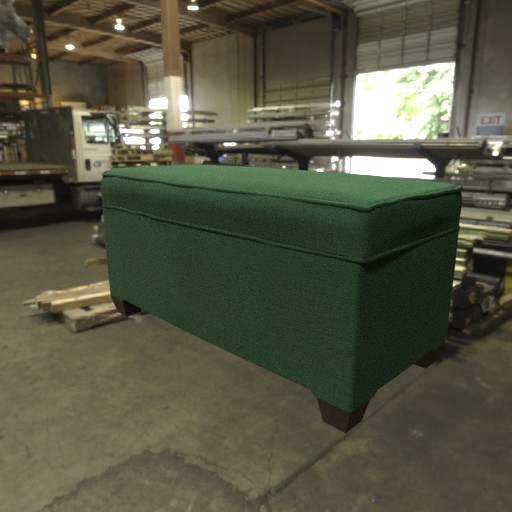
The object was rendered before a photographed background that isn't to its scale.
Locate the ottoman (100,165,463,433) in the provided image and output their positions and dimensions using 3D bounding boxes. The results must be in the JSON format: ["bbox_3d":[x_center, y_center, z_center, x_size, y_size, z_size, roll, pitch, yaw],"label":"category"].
[{"bbox_3d":[0.000,0.000,1.237,0.957,0.471,0.483,14,20,43],"label":"ottoman"}]
